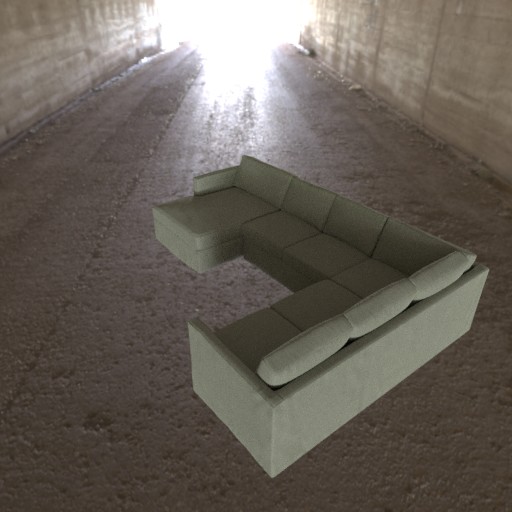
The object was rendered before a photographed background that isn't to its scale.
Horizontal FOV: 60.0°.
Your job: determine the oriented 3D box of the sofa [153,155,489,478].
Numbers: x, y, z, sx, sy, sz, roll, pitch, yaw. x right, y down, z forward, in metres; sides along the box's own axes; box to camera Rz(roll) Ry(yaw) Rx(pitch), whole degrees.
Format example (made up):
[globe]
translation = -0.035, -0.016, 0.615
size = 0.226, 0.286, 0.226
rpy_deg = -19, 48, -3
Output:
[sofa]
translation = 0.000, 0.000, 4.443
size = 2.440, 0.869, 3.434
rpy_deg = -22, 37, -32
